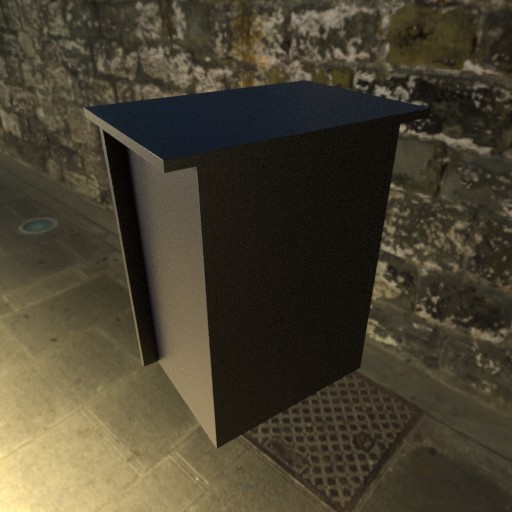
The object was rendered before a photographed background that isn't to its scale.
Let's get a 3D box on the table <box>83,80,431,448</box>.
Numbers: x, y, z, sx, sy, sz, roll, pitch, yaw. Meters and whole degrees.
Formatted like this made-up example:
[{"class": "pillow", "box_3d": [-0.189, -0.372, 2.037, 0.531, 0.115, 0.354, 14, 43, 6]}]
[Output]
[{"class": "table", "box_3d": [0.000, 0.000, 1.093, 0.589, 0.711, 0.408, -19, 36, -29]}]
